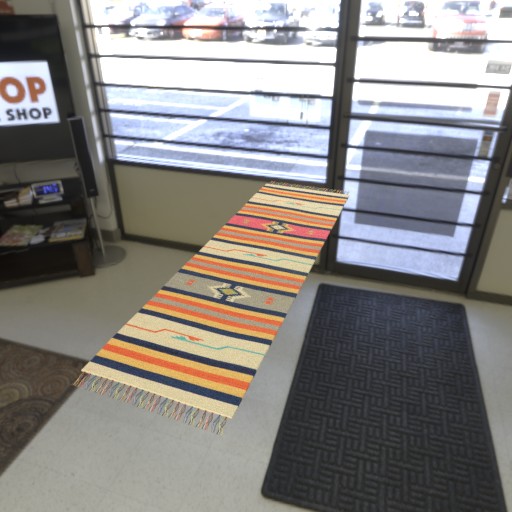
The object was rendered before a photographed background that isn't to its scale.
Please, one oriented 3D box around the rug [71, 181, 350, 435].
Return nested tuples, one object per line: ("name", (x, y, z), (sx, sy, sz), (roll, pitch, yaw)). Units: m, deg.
("rug", (0.000, 0.000, 2.681), (0.695, 0.017, 2.455), (11, 32, 18))
